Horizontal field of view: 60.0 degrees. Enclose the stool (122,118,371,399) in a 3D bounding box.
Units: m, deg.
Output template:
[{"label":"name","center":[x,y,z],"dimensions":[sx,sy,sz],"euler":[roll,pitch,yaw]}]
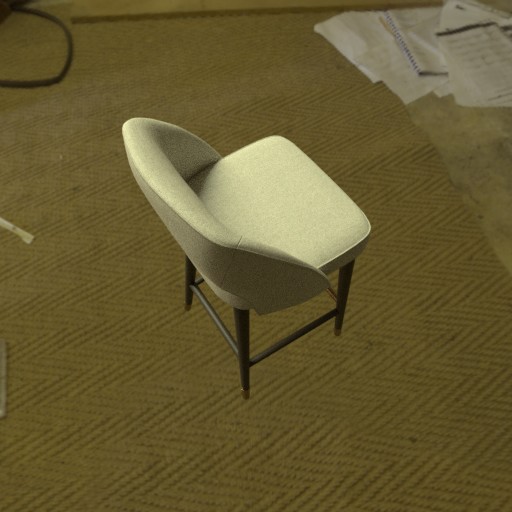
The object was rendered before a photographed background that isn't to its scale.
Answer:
[{"label":"stool","center":[0.000,0.000,1.324],"dimensions":[0.509,1.037,0.494],"euler":[-30,63,-17]}]
